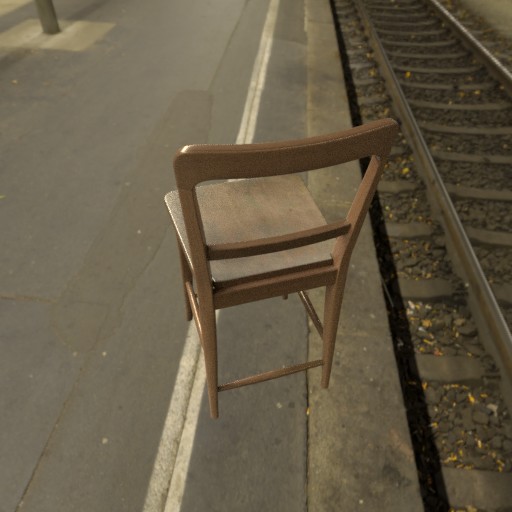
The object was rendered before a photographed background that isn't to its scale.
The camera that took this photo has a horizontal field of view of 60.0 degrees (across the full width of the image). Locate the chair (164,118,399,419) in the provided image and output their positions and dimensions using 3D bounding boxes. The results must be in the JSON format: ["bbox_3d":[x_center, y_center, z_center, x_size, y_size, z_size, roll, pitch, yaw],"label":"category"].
[{"bbox_3d":[0.000,0.000,1.298,0.450,0.991,0.546,-11,42,-12],"label":"chair"}]
